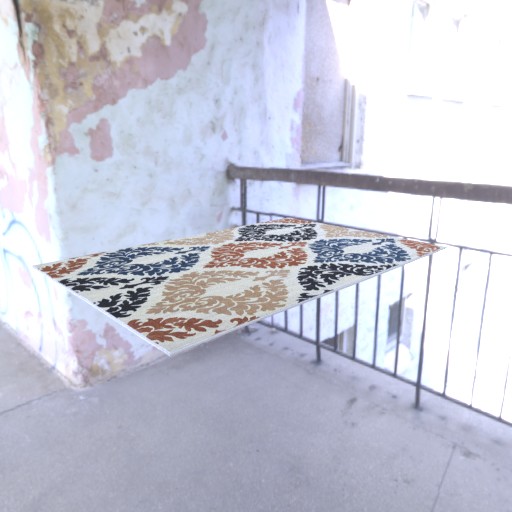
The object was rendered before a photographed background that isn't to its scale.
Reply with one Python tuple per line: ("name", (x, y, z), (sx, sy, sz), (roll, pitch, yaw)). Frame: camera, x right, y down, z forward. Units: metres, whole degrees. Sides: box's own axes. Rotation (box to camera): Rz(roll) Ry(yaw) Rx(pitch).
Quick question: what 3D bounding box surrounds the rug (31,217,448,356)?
("rug", (0.000, 0.000, 2.876), (2.275, 0.014, 1.514), (-14, 21, -41))
